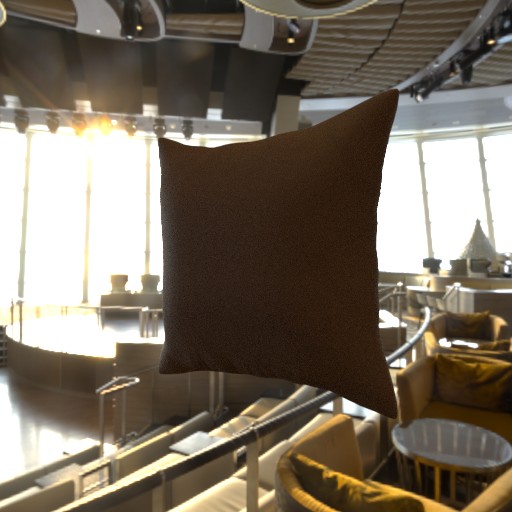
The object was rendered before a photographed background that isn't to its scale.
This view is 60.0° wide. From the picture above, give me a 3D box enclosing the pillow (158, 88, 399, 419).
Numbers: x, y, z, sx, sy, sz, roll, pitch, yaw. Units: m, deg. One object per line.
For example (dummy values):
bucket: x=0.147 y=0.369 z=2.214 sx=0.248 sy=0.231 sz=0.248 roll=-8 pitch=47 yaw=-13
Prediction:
pillow: x=0.000 y=0.000 z=0.708 sx=0.453 sy=0.443 sz=0.168 roll=0 pitch=0 yaw=35
